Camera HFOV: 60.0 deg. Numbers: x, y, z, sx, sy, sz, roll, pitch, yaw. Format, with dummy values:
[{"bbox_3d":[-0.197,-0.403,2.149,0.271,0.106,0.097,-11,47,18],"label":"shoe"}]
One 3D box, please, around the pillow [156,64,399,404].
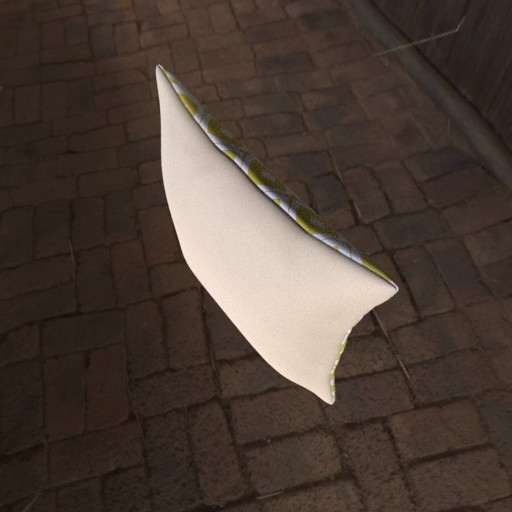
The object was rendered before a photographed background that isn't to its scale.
[{"bbox_3d":[0.000,0.000,0.794,0.188,0.494,0.504,-33,63,-19],"label":"pillow"}]
